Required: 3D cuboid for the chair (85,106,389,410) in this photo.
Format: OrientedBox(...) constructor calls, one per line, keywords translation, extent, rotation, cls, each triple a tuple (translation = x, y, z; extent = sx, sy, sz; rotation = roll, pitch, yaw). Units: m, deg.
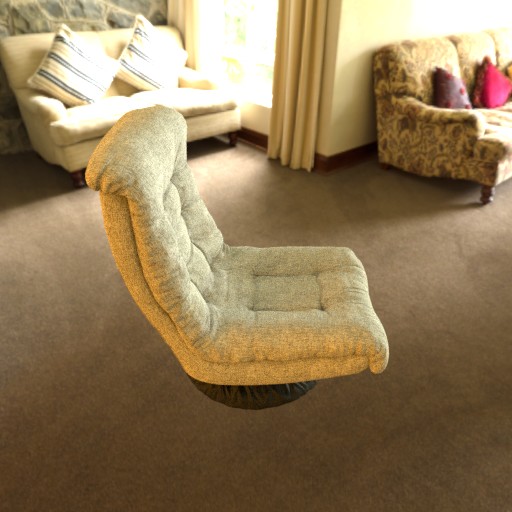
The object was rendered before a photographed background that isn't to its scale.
OrientedBox(translation=(0.000, 0.000, 1.000), extent=(0.583, 0.600, 0.400), rotation=(0, 33, 0), cls="chair")
